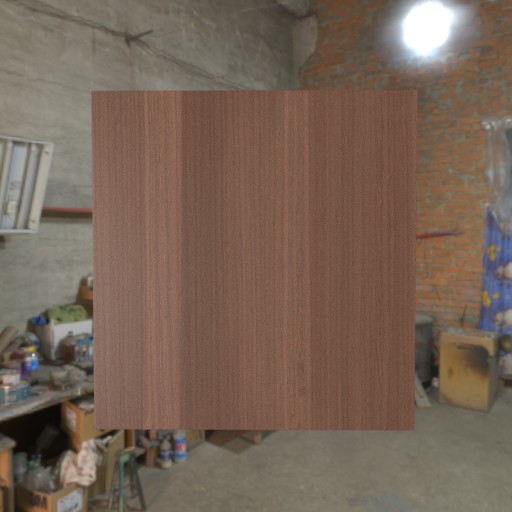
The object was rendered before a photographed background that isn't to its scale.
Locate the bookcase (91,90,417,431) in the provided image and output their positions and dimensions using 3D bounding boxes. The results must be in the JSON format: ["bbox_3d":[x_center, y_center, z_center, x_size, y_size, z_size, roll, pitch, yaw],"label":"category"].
[{"bbox_3d":[0.000,0.000,0.605,0.290,0.305,0.415,0,1,1],"label":"bookcase"}]
